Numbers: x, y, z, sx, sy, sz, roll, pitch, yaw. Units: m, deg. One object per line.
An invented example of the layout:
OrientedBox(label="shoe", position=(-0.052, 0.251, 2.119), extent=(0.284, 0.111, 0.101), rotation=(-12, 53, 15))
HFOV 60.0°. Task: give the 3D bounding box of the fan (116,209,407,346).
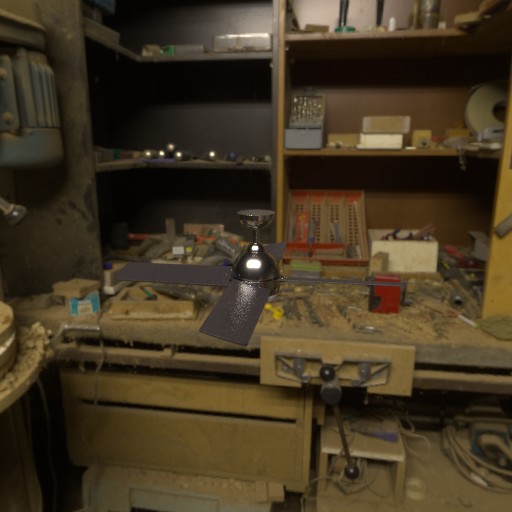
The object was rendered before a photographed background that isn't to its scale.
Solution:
OrientedBox(label="fan", position=(0.000, 0.000, 2.029), extent=(1.332, 0.403, 1.332), rotation=(2, 15, 9))
